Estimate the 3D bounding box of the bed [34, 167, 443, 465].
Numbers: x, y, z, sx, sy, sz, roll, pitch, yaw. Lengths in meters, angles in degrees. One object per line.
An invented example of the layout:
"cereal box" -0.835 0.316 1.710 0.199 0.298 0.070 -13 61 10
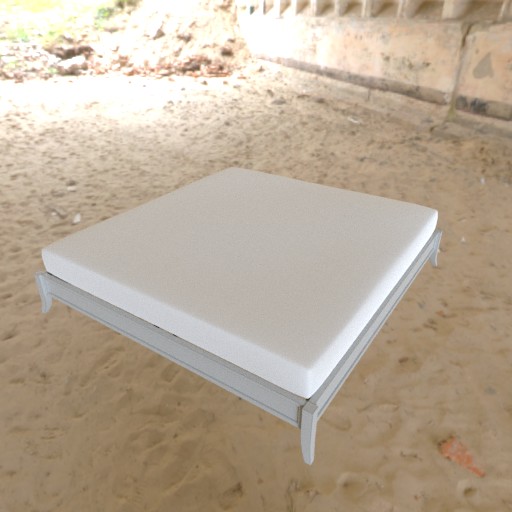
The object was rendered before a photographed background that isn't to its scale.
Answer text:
"bed" 0.000 0.000 3.082 2.007 0.510 2.108 18 34 29
